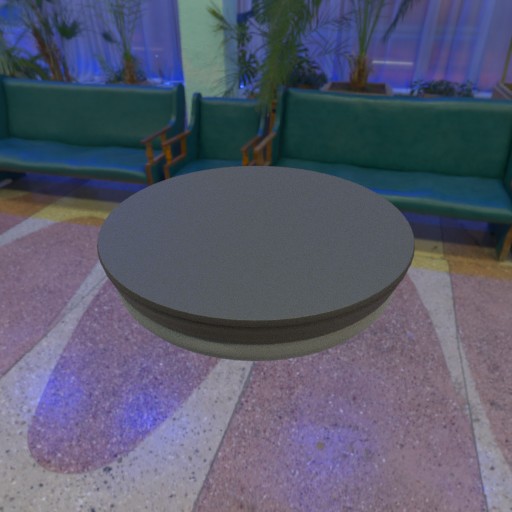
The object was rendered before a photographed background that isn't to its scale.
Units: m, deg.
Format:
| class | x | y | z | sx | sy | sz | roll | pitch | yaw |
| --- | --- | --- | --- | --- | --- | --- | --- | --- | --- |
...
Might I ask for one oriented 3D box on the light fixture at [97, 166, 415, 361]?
| class | x | y | z | sx | sy | sz | roll | pitch | yaw |
| --- | --- | --- | --- | --- | --- | --- | --- | --- | --- |
| light fixture | 0.000 | 0.000 | 0.561 | 0.368 | 0.100 | 0.368 | 0 | 32 | 0 |
